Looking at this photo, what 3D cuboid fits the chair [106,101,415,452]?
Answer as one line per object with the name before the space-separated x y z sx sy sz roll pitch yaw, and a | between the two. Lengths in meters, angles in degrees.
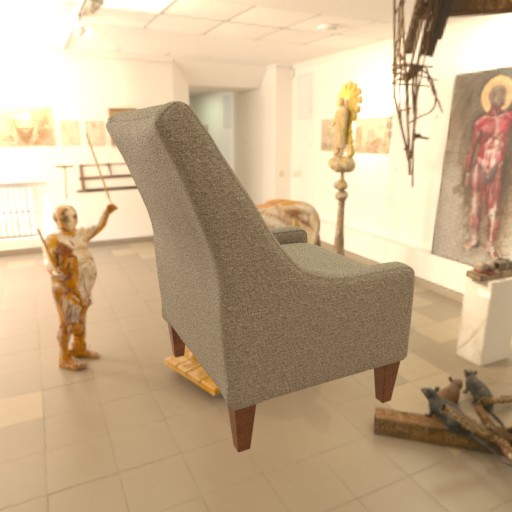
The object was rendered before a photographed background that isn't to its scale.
chair | 0.000 0.000 1.620 0.870 1.016 0.774 -8 17 -26
